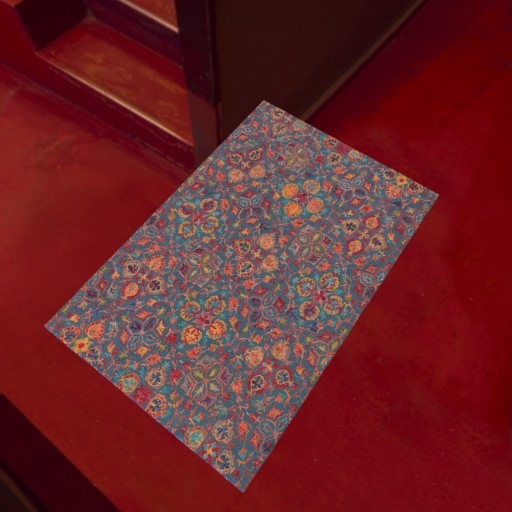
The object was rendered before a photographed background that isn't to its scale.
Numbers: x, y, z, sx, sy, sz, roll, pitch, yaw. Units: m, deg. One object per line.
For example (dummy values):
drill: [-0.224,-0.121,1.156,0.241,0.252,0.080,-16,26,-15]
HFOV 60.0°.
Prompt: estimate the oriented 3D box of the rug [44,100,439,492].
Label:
rug: [0.000,0.000,2.326,1.216,0.014,1.836,33,68,15]
